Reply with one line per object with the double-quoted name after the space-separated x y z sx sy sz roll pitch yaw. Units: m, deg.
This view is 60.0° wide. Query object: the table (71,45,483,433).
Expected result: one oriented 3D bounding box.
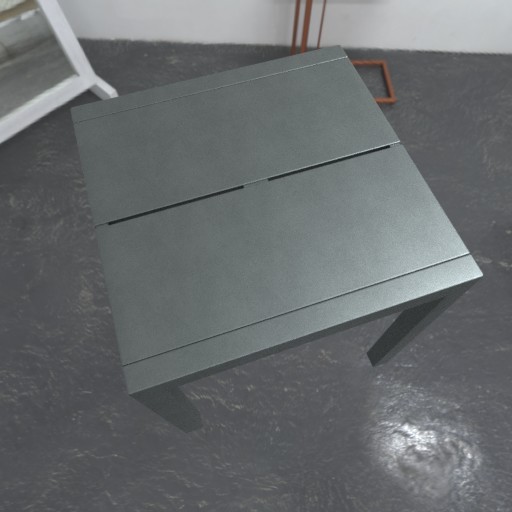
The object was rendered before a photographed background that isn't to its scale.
0.000 0.000 0.919 0.508 0.508 0.508 -17 64 -8 "table"
